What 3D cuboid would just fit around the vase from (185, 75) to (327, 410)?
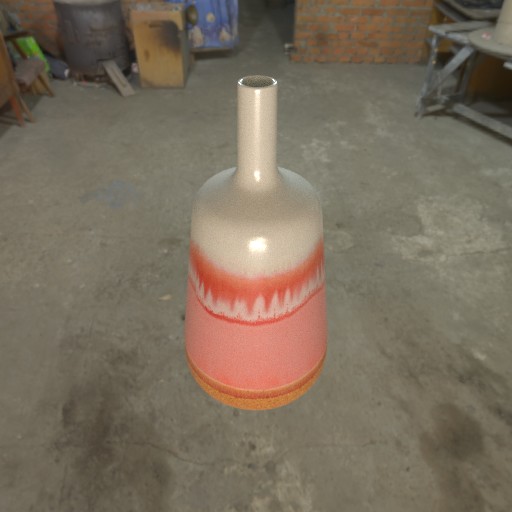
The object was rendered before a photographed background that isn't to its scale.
[{"bbox_3d":[0.000,0.000,0.383,0.144,0.296,0.144,0,40,0],"label":"vase"}]
